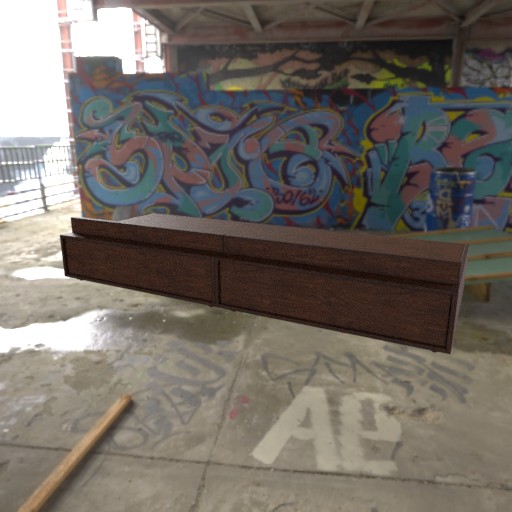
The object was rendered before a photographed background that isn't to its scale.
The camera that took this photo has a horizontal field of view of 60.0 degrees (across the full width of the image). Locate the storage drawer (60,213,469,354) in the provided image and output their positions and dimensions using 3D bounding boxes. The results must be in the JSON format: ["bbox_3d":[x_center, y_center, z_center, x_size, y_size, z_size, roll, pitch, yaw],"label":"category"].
[{"bbox_3d":[0.000,0.000,2.251,1.914,0.339,0.774,8,17,26],"label":"storage drawer"}]
